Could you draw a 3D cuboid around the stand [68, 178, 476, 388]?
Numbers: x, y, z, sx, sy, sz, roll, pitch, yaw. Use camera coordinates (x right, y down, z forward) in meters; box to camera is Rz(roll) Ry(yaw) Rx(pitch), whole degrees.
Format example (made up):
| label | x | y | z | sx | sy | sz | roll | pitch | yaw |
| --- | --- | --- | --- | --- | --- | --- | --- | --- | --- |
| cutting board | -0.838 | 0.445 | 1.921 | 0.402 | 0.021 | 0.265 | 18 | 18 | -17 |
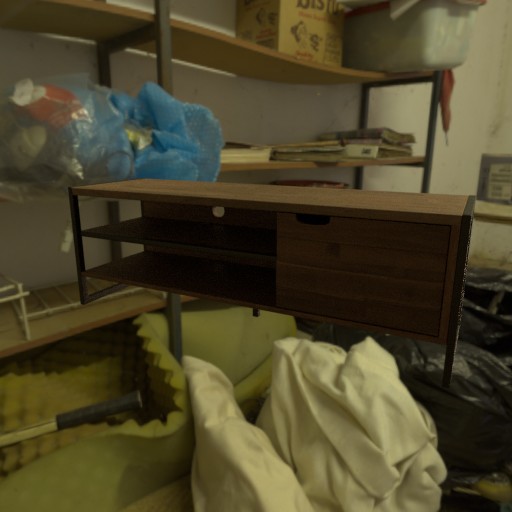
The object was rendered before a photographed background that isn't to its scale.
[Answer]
| label | x | y | z | sx | sy | sz | roll | pitch | yaw |
| --- | --- | --- | --- | --- | --- | --- | --- | --- | --- |
| stand | 0.000 | 0.000 | 1.729 | 1.480 | 0.506 | 0.454 | 7 | 17 | 26 |
